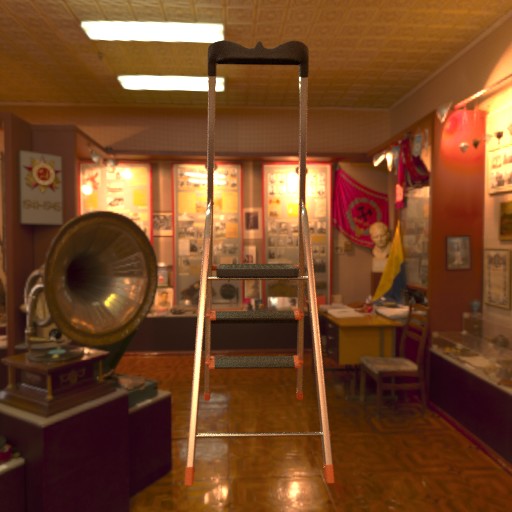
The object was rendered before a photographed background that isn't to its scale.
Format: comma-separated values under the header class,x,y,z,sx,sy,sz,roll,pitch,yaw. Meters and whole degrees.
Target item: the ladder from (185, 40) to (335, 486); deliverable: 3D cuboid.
class,x,y,z,sx,sy,sz,roll,pitch,yaw
ladder,0.000,0.000,1.534,0.416,1.229,0.686,0,2,-2
